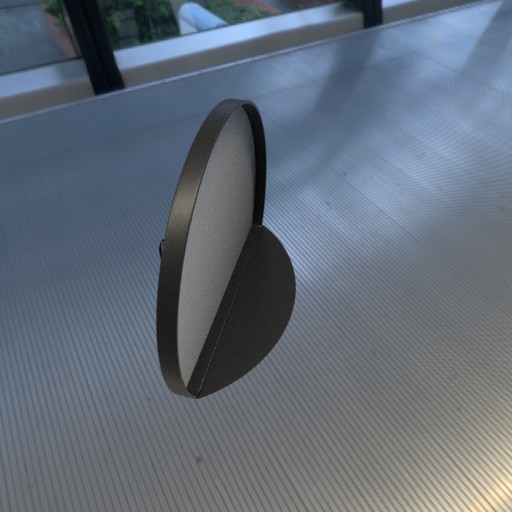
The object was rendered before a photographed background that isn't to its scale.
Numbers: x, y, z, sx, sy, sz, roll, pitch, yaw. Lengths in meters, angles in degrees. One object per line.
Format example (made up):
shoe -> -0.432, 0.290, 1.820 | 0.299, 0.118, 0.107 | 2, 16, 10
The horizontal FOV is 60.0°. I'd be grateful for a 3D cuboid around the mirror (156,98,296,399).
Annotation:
mirror -> 0.000, 0.000, 0.698 | 0.133, 0.457, 0.457 | 10, 46, 10
